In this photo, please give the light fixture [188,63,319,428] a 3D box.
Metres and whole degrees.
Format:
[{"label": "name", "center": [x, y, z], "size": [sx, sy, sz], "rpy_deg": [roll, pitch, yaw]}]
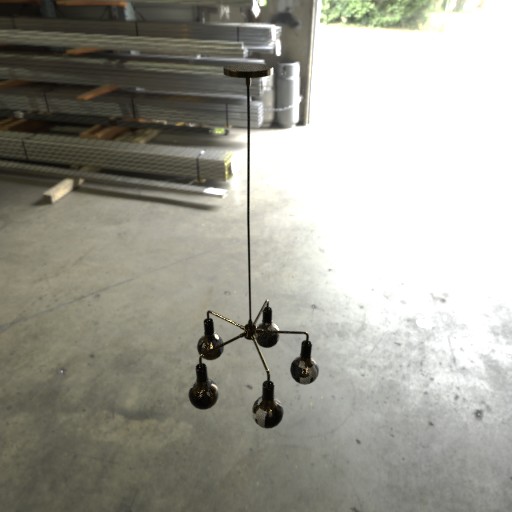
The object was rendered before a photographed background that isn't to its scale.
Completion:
[{"label": "light fixture", "center": [0.000, 0.000, 1.246], "size": [0.421, 0.988, 0.438], "rpy_deg": [0, 32, 1]}]
